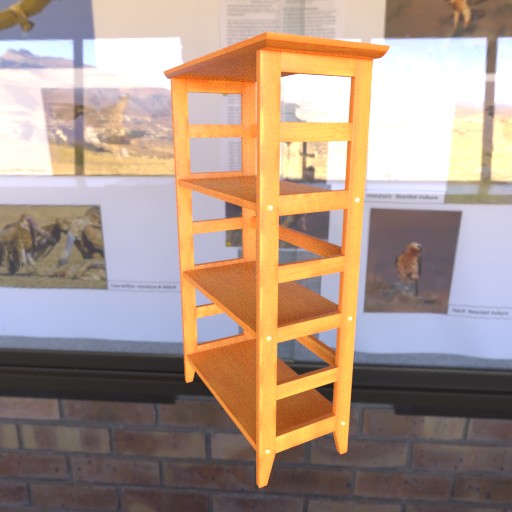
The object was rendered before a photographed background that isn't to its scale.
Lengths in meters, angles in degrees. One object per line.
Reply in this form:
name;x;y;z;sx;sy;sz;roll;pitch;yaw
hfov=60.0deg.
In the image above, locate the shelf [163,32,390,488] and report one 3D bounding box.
shelf;0.000;0.000;1.312;0.305;1.067;0.660;-8;18;-27
